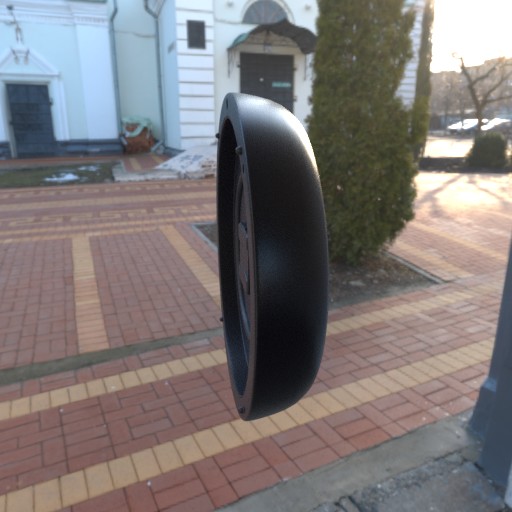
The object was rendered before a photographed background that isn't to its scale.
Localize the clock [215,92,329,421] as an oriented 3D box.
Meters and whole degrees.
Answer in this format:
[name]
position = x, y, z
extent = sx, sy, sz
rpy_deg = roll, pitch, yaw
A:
[clock]
position = 0.000, 0.000, 0.434
extent = 0.060, 0.300, 0.300
rpy_deg = -3, 17, -9
